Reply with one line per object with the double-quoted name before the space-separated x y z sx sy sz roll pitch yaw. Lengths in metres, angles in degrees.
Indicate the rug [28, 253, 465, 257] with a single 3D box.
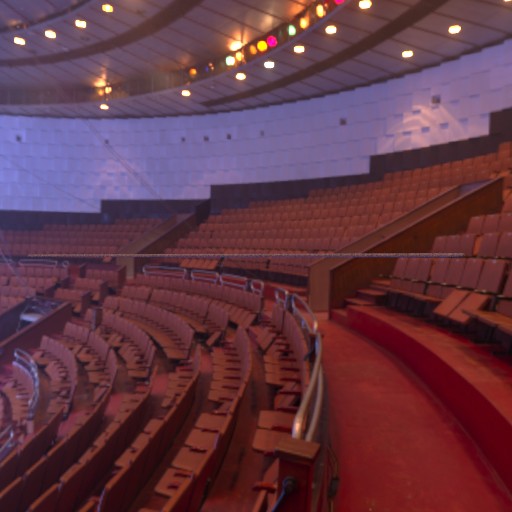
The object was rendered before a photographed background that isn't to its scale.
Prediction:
"rug" 0.000 0.000 3.047 2.444 0.012 1.526 0 0 19
